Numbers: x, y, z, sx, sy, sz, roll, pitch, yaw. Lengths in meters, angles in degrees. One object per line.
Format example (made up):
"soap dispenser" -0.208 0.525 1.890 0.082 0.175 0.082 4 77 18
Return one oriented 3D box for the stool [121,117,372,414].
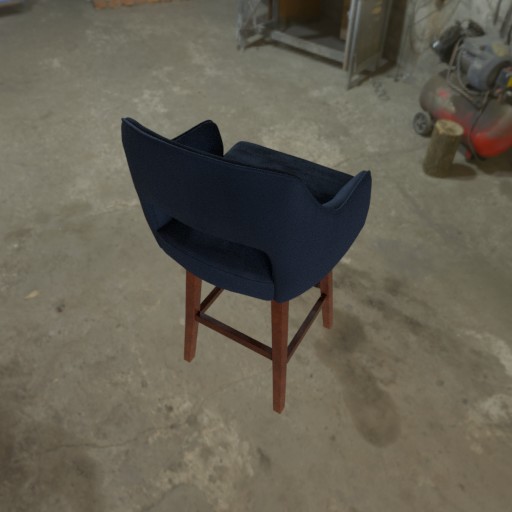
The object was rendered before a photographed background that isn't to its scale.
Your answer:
"stool" 0.000 0.000 1.361 0.550 1.041 0.560 23 50 21
